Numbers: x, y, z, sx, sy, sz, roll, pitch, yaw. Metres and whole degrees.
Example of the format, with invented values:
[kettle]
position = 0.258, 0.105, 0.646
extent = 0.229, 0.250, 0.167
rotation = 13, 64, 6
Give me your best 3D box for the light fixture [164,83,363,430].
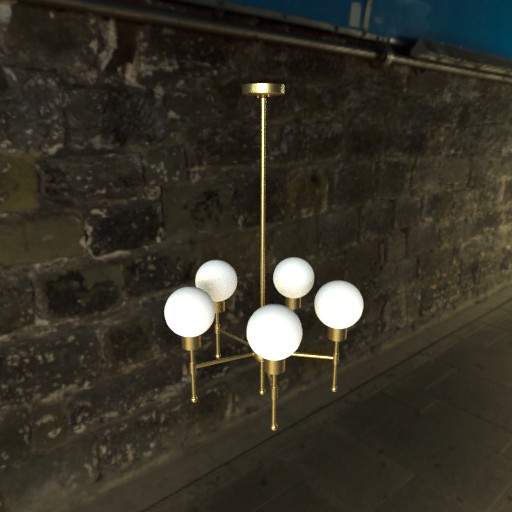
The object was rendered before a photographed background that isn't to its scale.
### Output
[light fixture]
position = 0.000, 0.000, 1.842
extent = 0.785, 1.331, 0.815
rotation = -7, 18, -24
